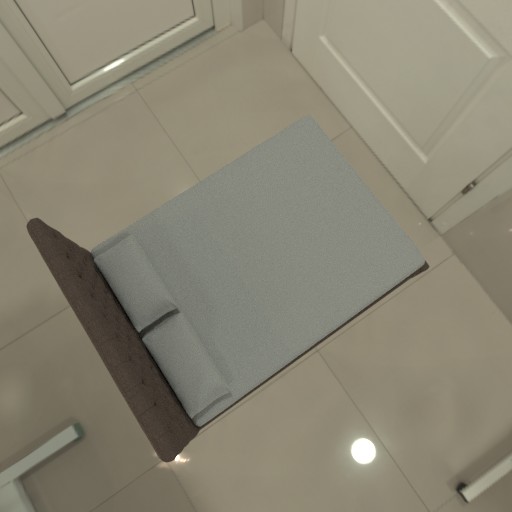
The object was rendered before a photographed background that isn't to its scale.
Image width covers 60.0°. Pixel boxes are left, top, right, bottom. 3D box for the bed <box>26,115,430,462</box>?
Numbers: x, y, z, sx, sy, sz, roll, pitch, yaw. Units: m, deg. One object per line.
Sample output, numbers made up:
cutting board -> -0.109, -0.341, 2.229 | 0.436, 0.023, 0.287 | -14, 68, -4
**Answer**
bed -> 0.000, 0.000, 3.424 | 2.387, 1.427, 1.698 | -33, 79, -8
